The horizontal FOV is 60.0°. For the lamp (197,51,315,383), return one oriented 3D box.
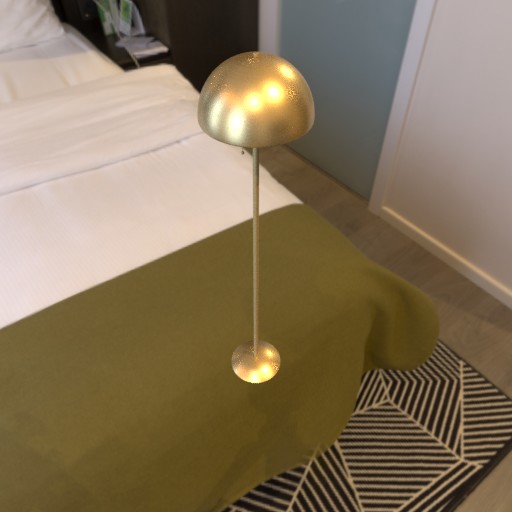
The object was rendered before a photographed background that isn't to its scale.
[{"bbox_3d":[0.000,0.000,1.655,0.328,1.480,0.328,17,48,16],"label":"lamp"}]
